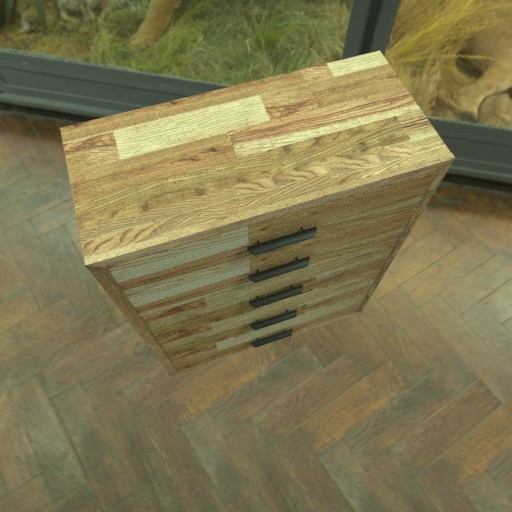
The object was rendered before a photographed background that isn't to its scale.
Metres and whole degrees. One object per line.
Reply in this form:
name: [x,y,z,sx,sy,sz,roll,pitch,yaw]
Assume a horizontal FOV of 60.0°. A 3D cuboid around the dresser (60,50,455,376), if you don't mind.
dresser: [0.000,0.000,1.726,0.966,1.243,0.480,-17,64,-9]
